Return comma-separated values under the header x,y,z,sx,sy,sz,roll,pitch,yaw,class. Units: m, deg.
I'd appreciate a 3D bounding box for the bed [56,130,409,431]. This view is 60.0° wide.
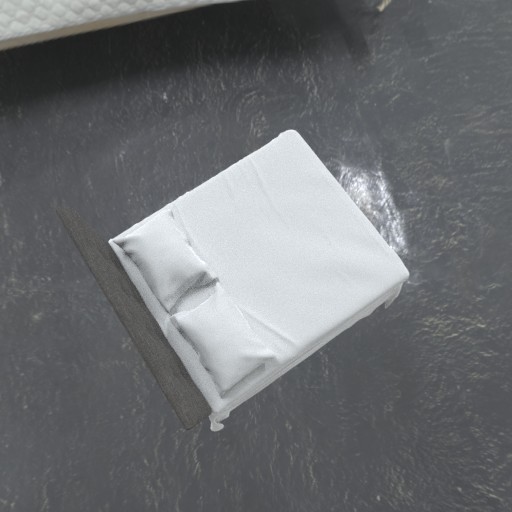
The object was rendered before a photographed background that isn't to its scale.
x,y,z,sx,sy,sz,roll,pitch,yaw,class
0.000,0.000,3.577,2.222,1.577,1.936,-33,77,-9,bed
